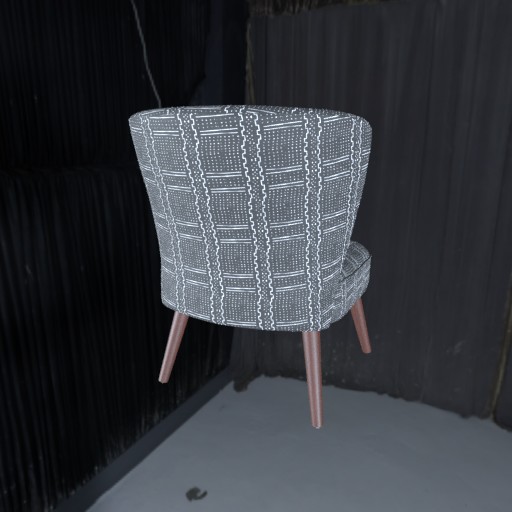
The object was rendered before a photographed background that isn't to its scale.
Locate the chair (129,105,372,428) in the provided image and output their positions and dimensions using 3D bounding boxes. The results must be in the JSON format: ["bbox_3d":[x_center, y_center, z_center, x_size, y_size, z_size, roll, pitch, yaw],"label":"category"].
[{"bbox_3d":[0.000,0.000,1.423,0.710,0.866,0.758,7,16,26],"label":"chair"}]
